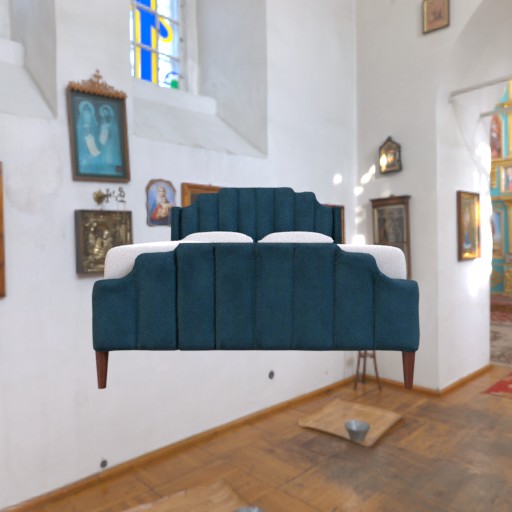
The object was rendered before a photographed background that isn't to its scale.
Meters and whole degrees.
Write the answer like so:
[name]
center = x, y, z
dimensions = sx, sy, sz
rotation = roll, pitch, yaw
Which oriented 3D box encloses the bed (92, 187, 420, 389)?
[bed]
center = 0.000, 0.000, 3.345
dimensions = 1.676, 1.351, 2.322
rotation = 0, 0, 0
